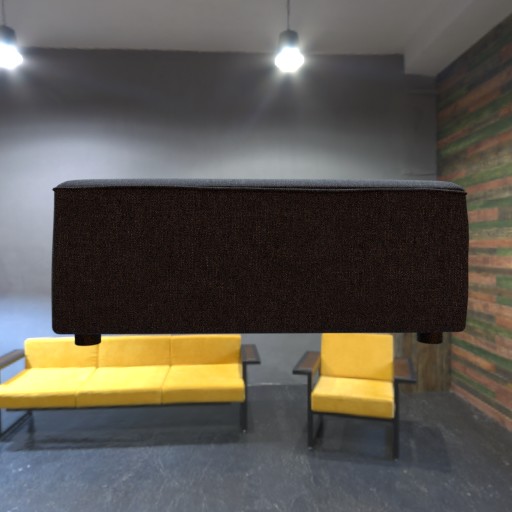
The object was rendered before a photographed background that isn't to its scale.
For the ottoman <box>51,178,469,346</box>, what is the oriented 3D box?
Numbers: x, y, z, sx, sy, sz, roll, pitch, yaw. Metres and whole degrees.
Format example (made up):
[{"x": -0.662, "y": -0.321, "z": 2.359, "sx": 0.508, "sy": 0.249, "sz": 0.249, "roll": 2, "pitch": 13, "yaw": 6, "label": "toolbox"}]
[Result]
[{"x": 0.000, "y": 0.000, "z": 1.549, "sx": 1.023, "sy": 0.423, "sz": 1.017, "roll": 0, "pitch": 1, "yaw": -1, "label": "ottoman"}]
